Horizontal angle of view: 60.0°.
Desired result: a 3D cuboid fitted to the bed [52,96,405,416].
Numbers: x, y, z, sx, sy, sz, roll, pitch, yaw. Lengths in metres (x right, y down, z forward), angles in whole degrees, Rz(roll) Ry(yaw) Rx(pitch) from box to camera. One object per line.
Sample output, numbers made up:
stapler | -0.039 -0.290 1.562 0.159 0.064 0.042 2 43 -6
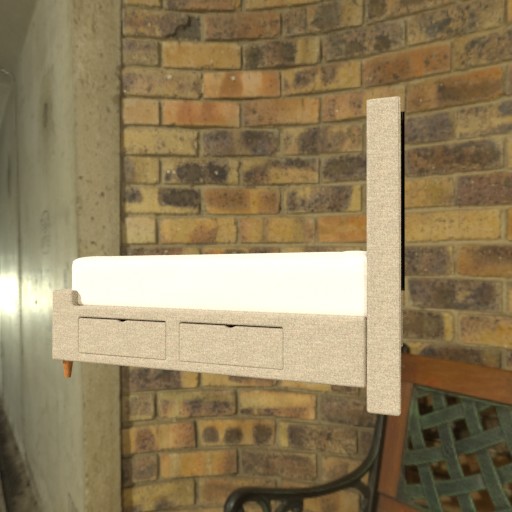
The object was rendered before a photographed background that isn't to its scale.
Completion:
bed | 0.000 0.000 3.728 2.372 1.748 2.044 0 0 19
